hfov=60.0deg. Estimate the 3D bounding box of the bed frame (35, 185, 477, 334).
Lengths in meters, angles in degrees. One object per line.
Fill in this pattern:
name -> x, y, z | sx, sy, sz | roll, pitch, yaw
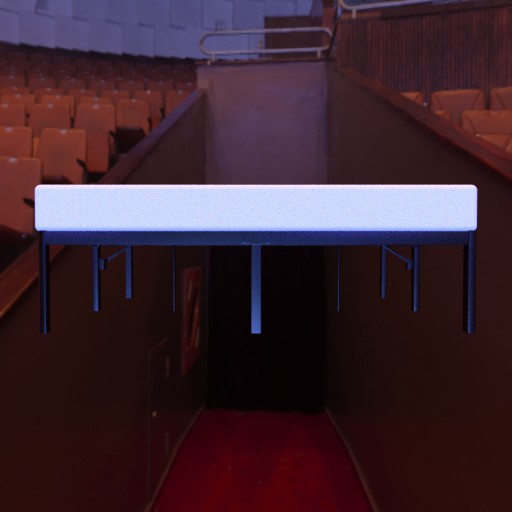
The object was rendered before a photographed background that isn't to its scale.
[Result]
bed frame -> 0.000, 0.000, 2.645 | 1.956, 0.659, 1.408 | 0, 1, 0
